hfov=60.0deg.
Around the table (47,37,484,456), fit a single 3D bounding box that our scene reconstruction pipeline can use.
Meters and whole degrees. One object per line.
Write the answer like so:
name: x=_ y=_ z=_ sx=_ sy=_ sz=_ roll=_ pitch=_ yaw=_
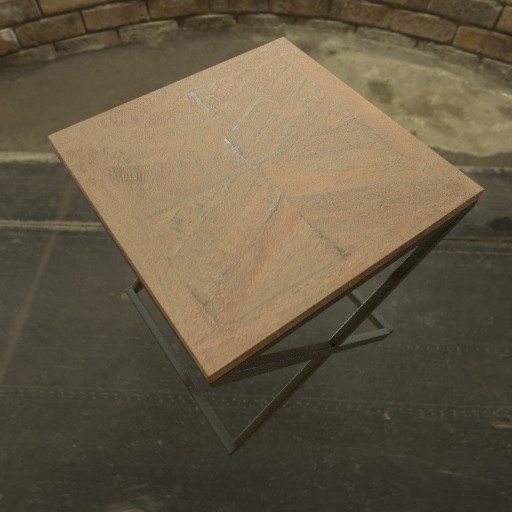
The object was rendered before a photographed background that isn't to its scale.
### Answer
table: x=0.000 y=0.000 z=0.929 sx=0.498 sy=0.550 sz=0.499 roll=-31 pitch=62 yaw=-18
